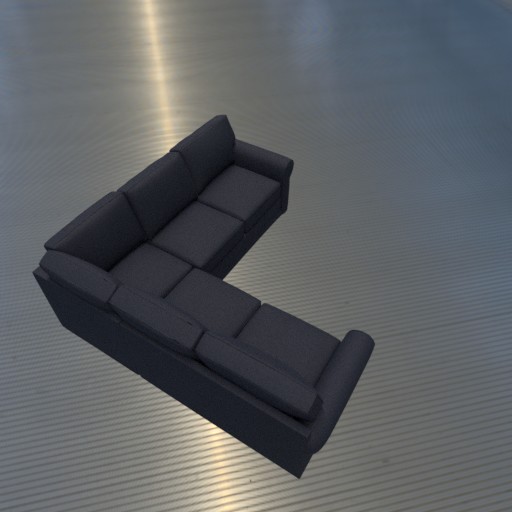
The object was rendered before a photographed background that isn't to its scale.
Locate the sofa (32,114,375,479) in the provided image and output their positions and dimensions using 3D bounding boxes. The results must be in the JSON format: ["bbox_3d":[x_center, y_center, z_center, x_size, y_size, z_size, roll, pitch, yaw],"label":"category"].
[{"bbox_3d":[0.000,0.000,3.905,2.487,1.042,2.562,25,52,21],"label":"sofa"}]
